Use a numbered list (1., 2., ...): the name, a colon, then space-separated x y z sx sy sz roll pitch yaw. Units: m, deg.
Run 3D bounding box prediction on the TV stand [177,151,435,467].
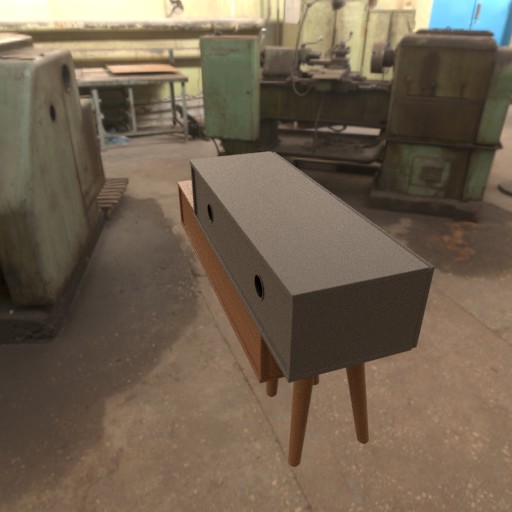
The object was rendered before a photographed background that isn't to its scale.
1. TV stand: 0.000 0.000 1.576 0.329 0.591 1.336 -10 31 -17
